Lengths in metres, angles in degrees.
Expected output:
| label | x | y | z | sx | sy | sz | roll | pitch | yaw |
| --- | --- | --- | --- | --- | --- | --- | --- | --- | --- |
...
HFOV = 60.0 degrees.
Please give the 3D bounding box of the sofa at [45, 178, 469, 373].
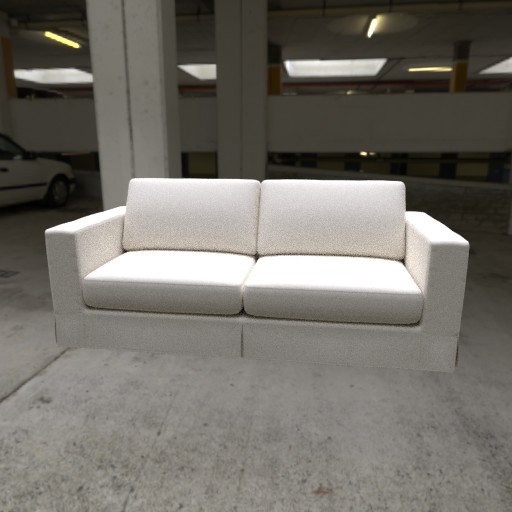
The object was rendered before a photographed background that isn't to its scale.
| label | x | y | z | sx | sy | sz | roll | pitch | yaw |
| --- | --- | --- | --- | --- | --- | --- | --- | --- | --- |
| sofa | 0.000 | 0.000 | 2.683 | 2.163 | 0.881 | 0.954 | 2 | 14 | 8 |
